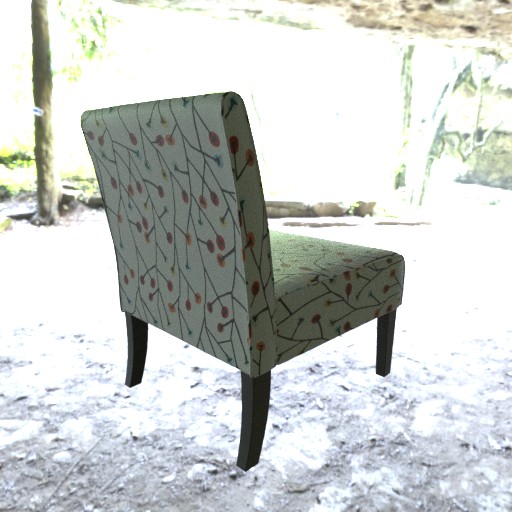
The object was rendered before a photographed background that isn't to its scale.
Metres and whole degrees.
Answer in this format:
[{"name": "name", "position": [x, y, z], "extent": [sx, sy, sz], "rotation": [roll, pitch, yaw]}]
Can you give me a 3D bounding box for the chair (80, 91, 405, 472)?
[{"name": "chair", "position": [0.000, 0.000, 1.299], "extent": [0.597, 0.813, 0.732], "rotation": [13, 19, 43]}]
